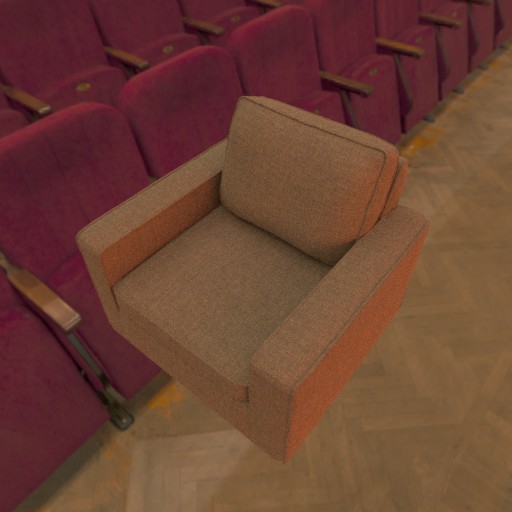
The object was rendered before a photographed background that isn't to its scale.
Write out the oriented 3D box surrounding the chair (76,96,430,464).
[{"bbox_3d":[0.000,0.000,1.749,1.016,0.914,0.940,30,53,26],"label":"chair"}]
